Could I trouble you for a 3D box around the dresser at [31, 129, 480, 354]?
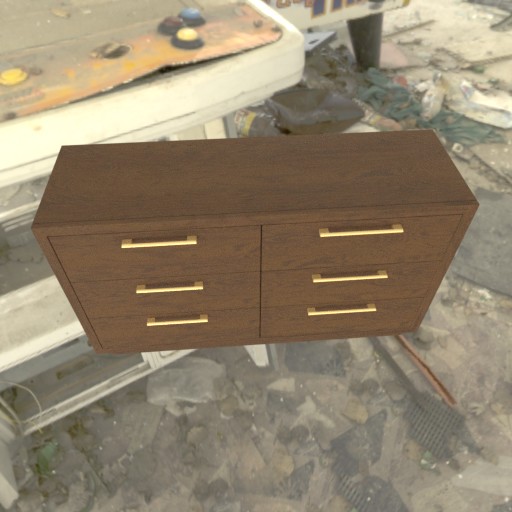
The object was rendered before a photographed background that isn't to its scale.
[{"bbox_3d":[0.000,0.000,1.974,1.523,0.889,0.512,-3,48,-3],"label":"dresser"}]
